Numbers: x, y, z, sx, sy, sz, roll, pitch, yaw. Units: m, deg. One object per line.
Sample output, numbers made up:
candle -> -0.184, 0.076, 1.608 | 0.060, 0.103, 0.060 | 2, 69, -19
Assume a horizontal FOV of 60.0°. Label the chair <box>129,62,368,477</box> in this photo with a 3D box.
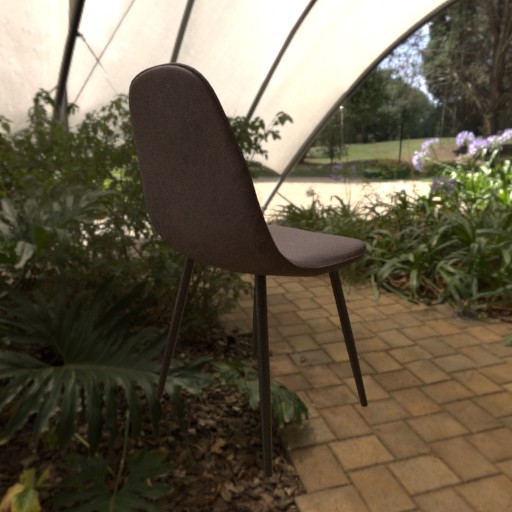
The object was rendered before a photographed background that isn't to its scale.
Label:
chair -> 0.000, 0.000, 1.185 | 0.561, 0.889, 0.472 | -13, 19, -43
